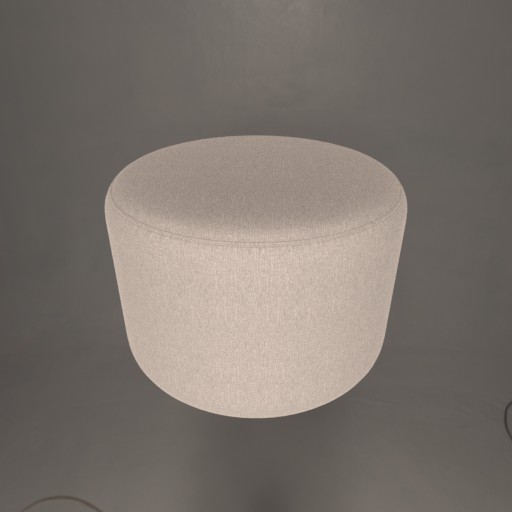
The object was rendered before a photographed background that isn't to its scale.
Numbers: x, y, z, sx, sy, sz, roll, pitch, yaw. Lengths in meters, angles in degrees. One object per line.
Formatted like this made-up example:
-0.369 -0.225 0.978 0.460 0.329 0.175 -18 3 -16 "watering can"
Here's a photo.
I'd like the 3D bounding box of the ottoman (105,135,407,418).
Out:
0.000 0.000 1.001 0.608 0.433 0.608 0 30 0 "ottoman"
